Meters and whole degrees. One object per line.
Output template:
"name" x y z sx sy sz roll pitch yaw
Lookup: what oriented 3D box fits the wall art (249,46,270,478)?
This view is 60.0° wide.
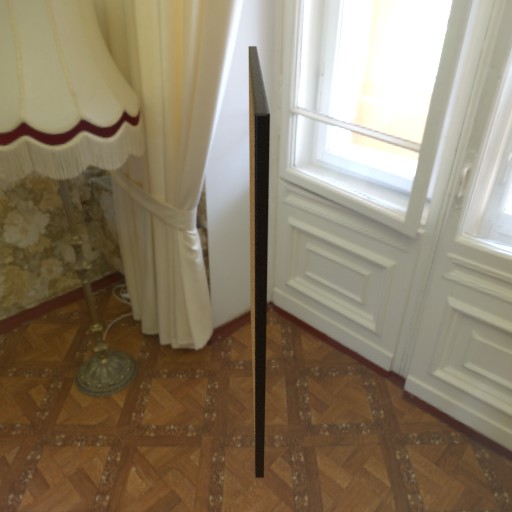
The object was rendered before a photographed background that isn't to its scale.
"wall art" 0.000 0.000 0.835 0.016 0.657 0.480 -1 33 -1
